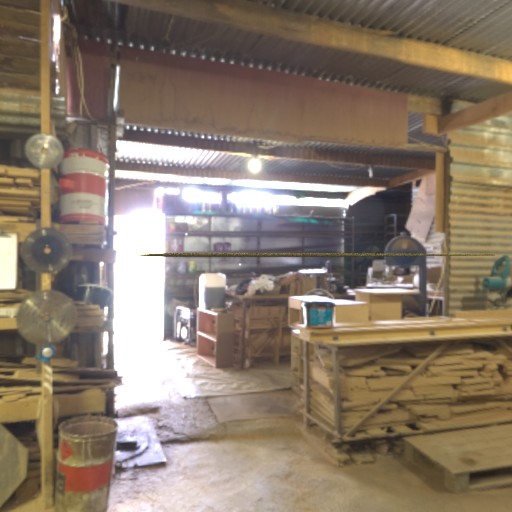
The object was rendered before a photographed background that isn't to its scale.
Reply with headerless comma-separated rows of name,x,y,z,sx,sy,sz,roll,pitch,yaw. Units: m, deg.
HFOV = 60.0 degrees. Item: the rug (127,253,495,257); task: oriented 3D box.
rug,0.000,0.000,2.857,1.529,0.007,2.297,0,0,-18
